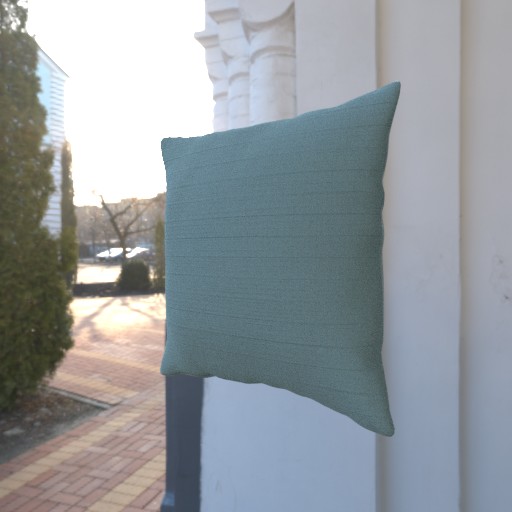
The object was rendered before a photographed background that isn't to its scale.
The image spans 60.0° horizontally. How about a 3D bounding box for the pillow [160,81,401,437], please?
[{"bbox_3d":[0.000,0.000,0.719,0.470,0.464,0.175,0,1,38],"label":"pillow"}]
